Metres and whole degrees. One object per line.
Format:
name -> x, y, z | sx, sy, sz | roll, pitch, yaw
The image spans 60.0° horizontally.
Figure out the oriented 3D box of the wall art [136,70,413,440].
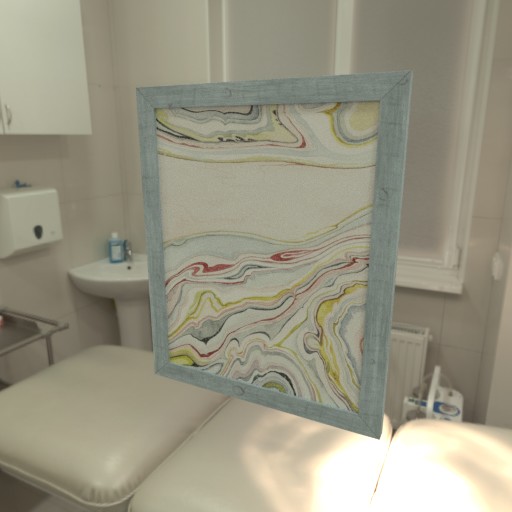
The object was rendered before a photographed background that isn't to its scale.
wall art -> 0.000, 0.000, 0.787 | 0.479, 0.582, 0.022 | 8, 17, 26
